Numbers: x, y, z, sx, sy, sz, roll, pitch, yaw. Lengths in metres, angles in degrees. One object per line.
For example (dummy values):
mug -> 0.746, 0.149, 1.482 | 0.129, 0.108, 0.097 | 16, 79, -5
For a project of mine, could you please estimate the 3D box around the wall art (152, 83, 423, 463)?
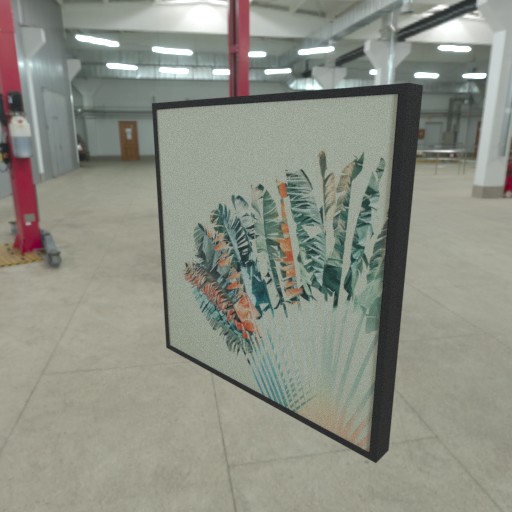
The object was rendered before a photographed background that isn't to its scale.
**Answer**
wall art -> 0.000, 0.000, 0.746 | 0.509, 0.507, 0.037 | 14, 21, 42
